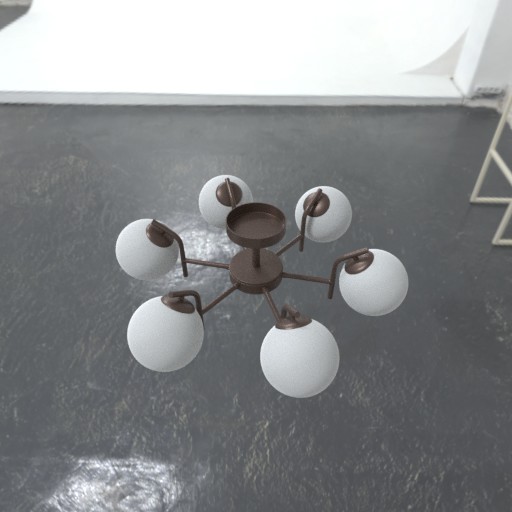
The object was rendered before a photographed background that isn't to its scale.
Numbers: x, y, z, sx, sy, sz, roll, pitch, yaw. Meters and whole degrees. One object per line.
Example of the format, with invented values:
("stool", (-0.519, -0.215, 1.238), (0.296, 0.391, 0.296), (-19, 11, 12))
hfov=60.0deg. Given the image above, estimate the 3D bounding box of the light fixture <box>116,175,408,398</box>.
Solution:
("light fixture", (0.000, 0.000, 0.981), (0.662, 0.201, 0.662), (0, 42, 0))
